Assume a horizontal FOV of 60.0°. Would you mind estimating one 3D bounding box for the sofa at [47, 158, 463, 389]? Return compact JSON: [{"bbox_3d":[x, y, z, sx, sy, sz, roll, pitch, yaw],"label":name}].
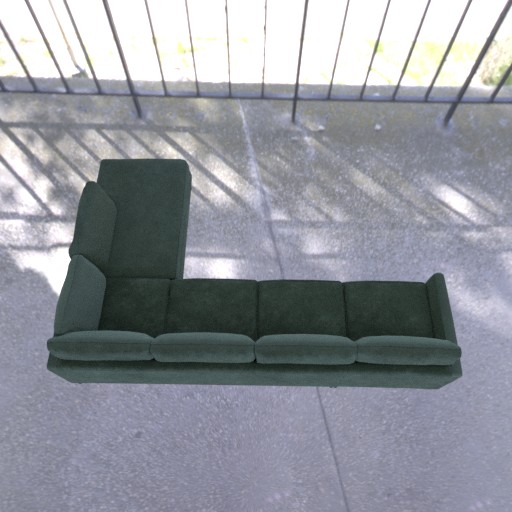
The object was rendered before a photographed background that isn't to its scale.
[{"bbox_3d":[0.000,0.000,3.110,2.486,0.687,1.707,1,63,0],"label":"sofa"}]
